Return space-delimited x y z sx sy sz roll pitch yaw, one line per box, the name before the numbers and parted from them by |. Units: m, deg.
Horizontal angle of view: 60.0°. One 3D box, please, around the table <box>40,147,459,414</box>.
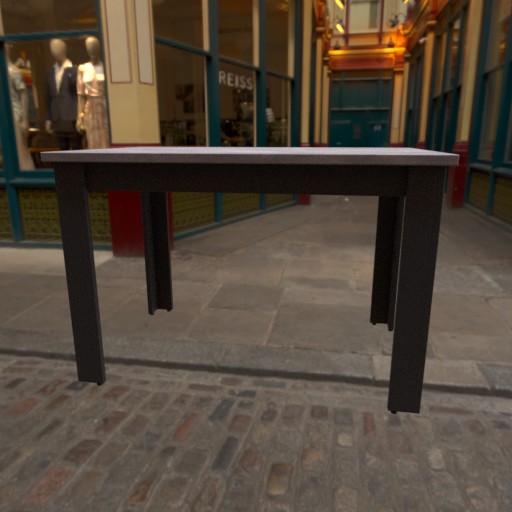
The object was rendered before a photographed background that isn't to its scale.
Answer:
table | 0.000 0.000 1.572 1.100 0.734 0.700 2 15 9
